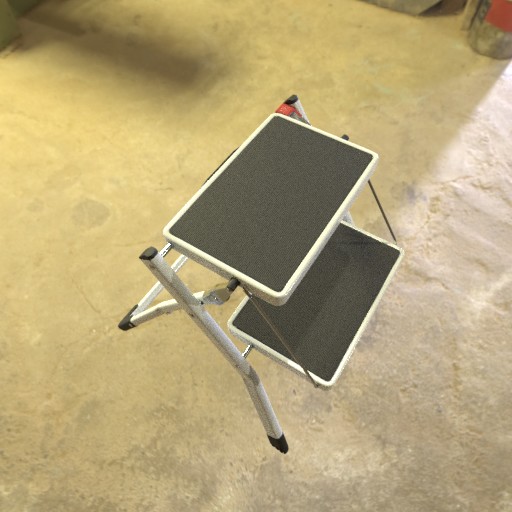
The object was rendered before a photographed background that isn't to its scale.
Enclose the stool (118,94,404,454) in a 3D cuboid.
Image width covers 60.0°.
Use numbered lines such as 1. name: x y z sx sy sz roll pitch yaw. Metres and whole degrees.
1. stool: 0.000 0.000 0.865 0.490 0.445 0.485 28 61 17
